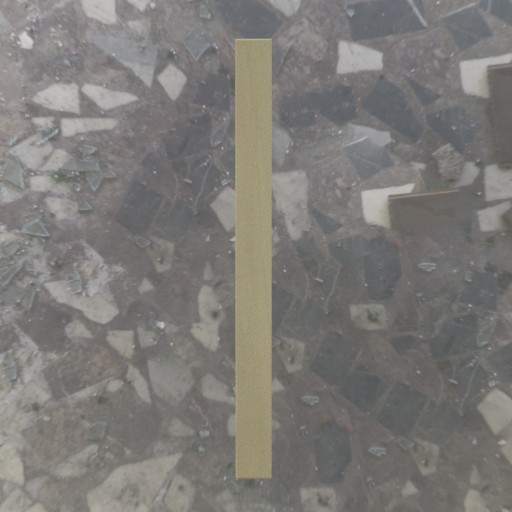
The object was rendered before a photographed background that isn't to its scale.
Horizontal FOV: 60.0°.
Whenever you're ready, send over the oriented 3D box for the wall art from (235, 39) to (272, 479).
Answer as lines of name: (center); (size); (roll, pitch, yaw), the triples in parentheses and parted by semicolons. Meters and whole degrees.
wall art: (0.000, 0.000, 0.796); (0.040, 0.608, 0.489); (0, 91, 1)
